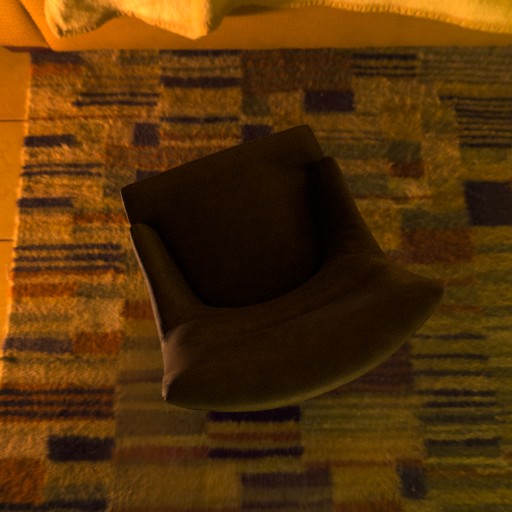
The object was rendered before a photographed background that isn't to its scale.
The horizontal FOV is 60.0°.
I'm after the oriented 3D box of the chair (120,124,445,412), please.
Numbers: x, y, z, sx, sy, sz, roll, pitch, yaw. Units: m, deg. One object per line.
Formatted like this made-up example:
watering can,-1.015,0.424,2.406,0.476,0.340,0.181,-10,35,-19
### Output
chair,0.000,0.000,1.470,0.738,0.870,0.874,-20,77,-5
